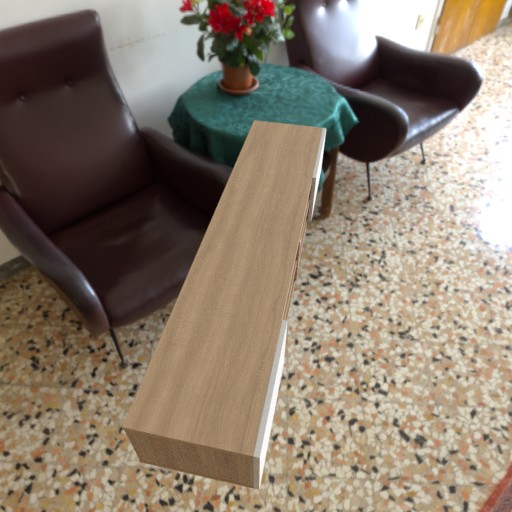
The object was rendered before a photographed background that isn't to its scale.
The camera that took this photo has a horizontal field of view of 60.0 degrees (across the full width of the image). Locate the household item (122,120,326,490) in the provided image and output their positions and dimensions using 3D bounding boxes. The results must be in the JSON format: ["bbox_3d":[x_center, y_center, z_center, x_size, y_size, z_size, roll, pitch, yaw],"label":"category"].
[{"bbox_3d":[0.000,0.000,2.031,0.420,0.310,1.850,9,47,8],"label":"household item"}]
